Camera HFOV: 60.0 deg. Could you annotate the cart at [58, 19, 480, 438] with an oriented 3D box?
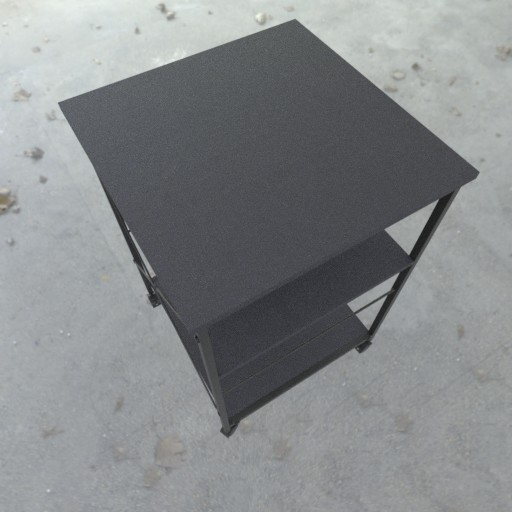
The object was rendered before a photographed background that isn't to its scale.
[{"bbox_3d":[0.000,0.000,1.074,0.520,0.762,0.521,-28,61,-16],"label":"cart"}]
